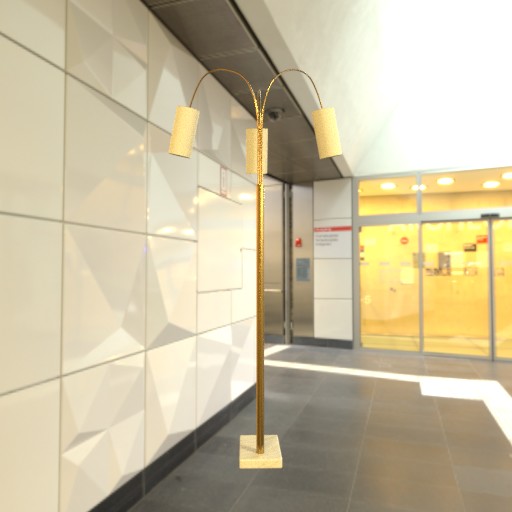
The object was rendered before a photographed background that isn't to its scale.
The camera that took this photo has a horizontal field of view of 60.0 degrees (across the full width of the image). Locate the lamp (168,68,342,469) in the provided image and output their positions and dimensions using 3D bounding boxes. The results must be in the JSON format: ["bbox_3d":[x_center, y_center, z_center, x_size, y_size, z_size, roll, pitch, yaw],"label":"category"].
[{"bbox_3d":[0.000,0.000,2.484,1.020,2.055,0.667,0,-2,-2],"label":"lamp"}]
